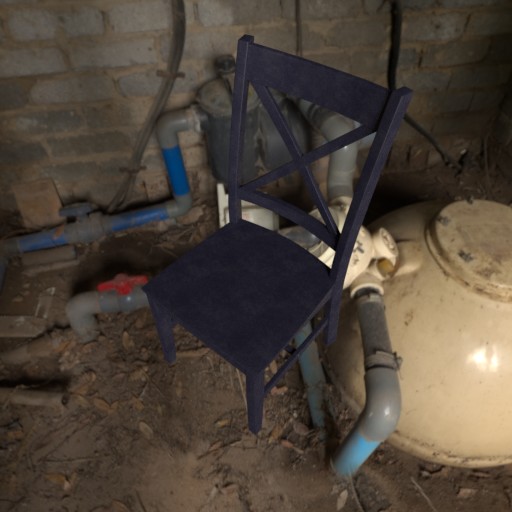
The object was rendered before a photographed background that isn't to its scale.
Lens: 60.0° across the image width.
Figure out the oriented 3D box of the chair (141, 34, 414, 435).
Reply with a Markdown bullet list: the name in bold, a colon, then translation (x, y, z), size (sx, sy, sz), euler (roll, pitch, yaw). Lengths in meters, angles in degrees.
- **chair**: translation (0.000, 0.000, 1.300), size (0.485, 0.983, 0.542), euler (31, 55, 25)
